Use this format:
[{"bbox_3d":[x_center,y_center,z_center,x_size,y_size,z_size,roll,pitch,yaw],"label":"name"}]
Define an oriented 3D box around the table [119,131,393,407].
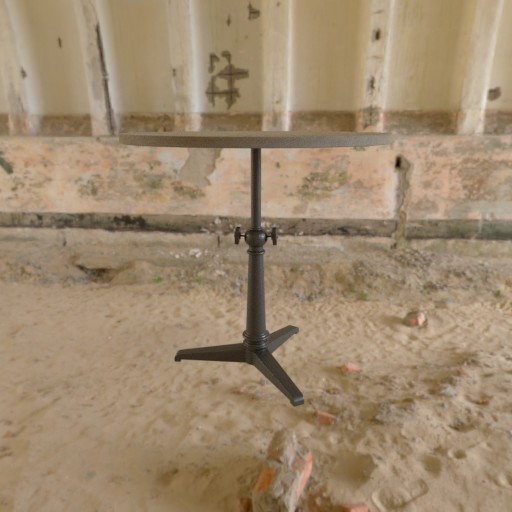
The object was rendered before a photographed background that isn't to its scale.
[{"bbox_3d":[0.000,0.000,1.458,0.800,0.780,0.800,0,17,0],"label":"table"}]
